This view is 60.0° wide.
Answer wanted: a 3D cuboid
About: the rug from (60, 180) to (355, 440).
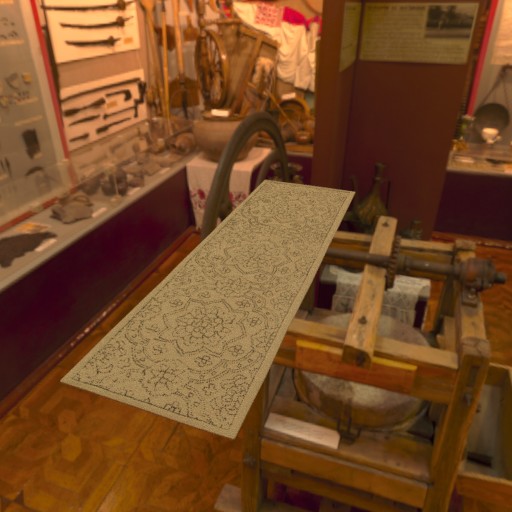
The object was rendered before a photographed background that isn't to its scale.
[{"bbox_3d":[0.000,0.000,2.652,0.769,0.012,2.448,11,32,18],"label":"rug"}]
